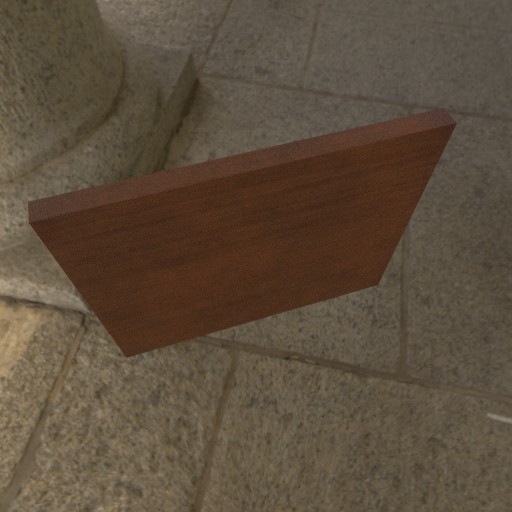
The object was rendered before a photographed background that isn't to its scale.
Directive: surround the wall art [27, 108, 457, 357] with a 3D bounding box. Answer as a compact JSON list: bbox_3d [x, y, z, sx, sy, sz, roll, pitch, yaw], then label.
[{"bbox_3d":[0.000,0.000,0.755,0.558,0.457,0.033,-15,59,-9],"label":"wall art"}]
